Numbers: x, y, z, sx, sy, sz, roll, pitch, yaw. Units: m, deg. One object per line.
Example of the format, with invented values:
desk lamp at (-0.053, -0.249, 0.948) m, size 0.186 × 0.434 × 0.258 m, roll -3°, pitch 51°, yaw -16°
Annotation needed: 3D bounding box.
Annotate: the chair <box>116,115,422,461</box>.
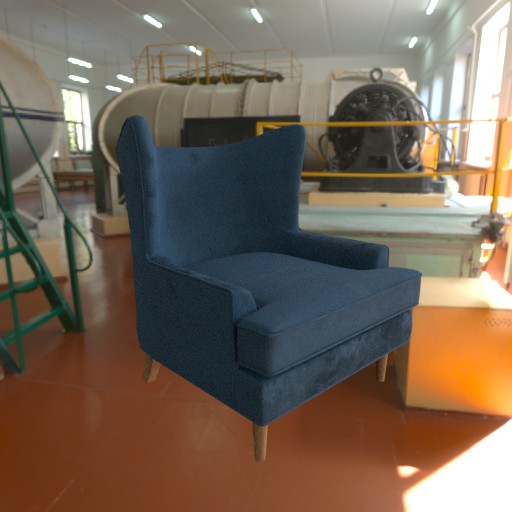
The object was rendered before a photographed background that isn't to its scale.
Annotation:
chair at (0.000, 0.000, 1.600) m, size 0.793 × 0.952 × 0.910 m, roll -13°, pitch 18°, yaw -42°
